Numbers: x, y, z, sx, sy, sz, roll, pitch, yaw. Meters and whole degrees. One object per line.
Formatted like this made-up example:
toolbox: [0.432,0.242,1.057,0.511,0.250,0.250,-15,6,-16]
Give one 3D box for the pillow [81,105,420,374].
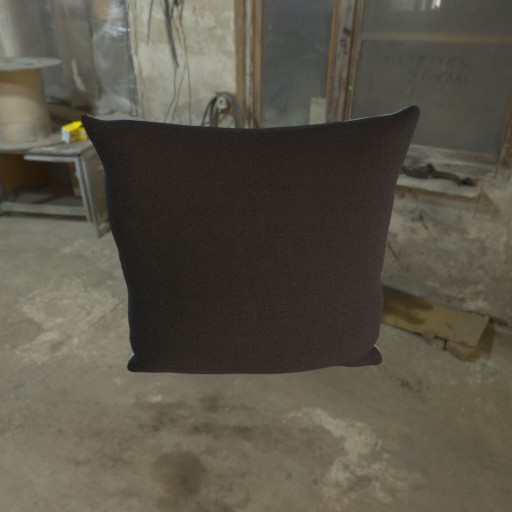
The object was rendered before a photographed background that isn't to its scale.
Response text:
pillow: [0.000,0.000,0.761,0.503,0.496,0.208,-1,29,-2]
